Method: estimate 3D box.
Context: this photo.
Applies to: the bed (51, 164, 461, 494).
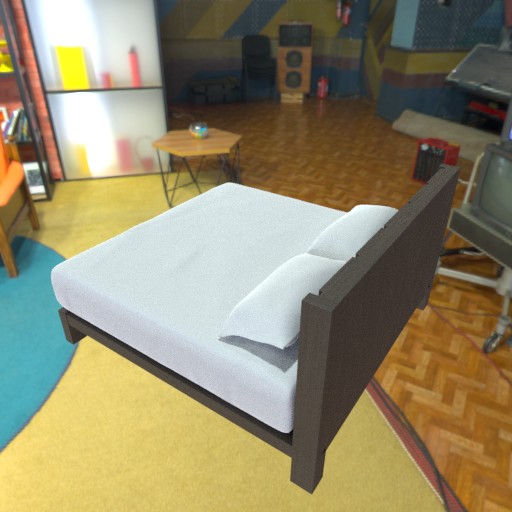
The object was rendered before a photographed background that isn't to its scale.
[{"bbox_3d":[0.000,0.000,3.420,2.238,1.261,2.143,20,36,30],"label":"bed"}]
